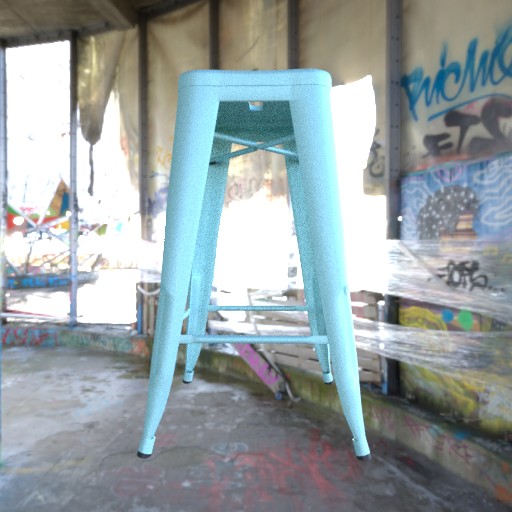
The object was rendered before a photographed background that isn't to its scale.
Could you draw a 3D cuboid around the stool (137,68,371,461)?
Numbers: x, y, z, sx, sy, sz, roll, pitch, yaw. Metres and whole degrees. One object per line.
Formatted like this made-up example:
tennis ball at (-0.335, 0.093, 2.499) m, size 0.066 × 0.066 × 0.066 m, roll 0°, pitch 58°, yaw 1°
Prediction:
stool at (0.000, 0.000, 0.858) m, size 0.359 × 0.609 × 0.399 m, roll 0°, pitch 1°, yaw 1°
